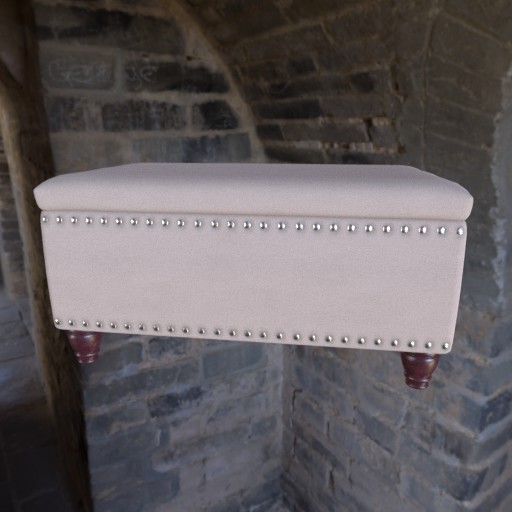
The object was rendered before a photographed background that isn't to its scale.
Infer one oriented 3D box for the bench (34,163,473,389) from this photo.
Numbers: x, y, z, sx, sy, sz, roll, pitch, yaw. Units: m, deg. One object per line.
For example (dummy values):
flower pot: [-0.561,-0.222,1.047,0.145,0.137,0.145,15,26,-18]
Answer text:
bench: [0.000,0.000,1.160,0.887,0.449,0.500,2,16,8]
